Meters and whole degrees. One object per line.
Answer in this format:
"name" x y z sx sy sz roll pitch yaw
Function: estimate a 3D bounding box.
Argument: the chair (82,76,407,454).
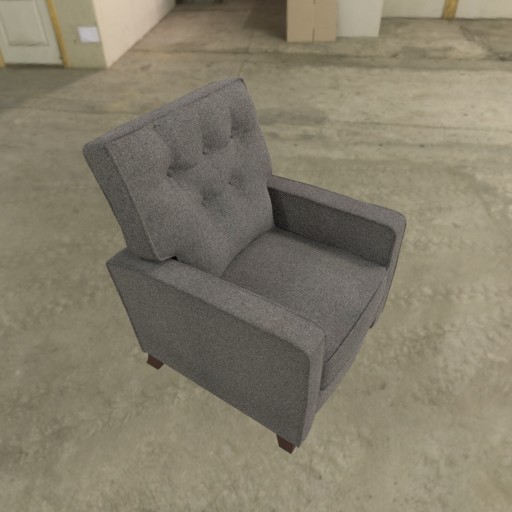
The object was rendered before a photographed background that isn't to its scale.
"chair" 0.000 0.000 1.405 0.775 0.889 0.650 24 46 25
